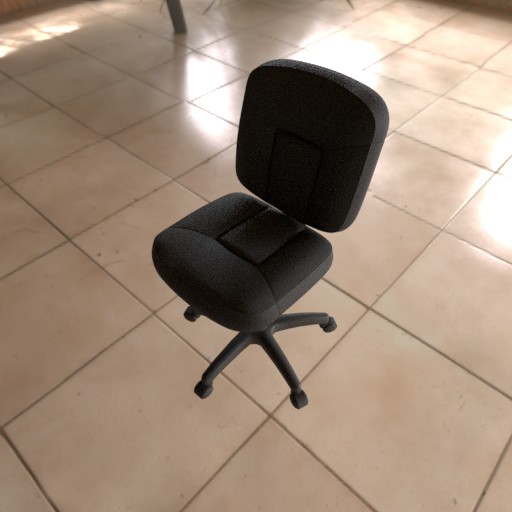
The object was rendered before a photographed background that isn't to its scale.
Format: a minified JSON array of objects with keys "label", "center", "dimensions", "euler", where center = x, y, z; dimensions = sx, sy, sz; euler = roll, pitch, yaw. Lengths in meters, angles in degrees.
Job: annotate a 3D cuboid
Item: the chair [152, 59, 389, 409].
[{"label":"chair","center":[0.000,0.000,1.359],"dimensions":[0.610,0.972,0.610],"euler":[33,55,27]}]
